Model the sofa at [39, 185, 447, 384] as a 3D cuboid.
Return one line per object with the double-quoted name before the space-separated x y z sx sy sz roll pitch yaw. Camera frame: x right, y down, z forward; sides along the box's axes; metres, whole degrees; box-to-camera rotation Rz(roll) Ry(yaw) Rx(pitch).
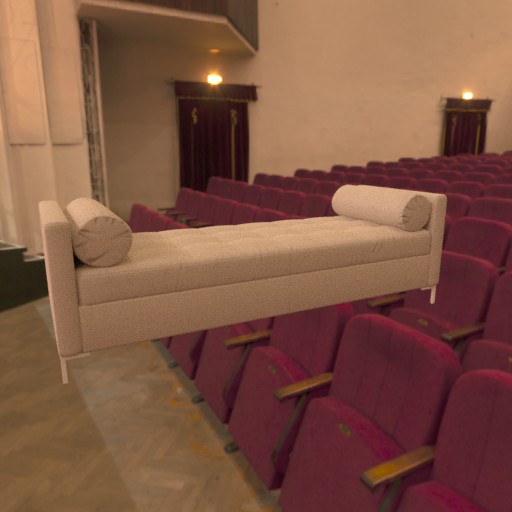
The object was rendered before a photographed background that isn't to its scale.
"sofa" 0.000 0.000 2.319 1.981 0.635 0.686 -7 16 -26
